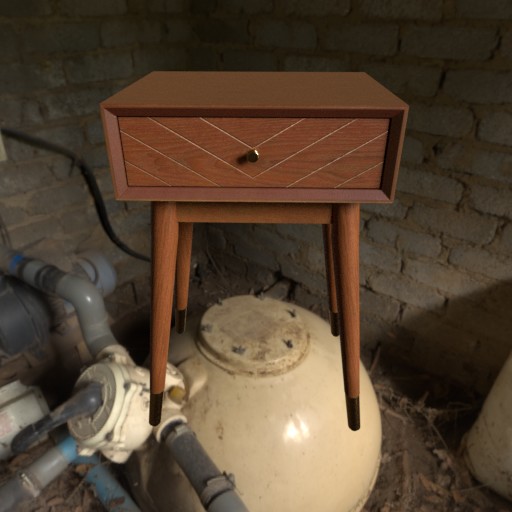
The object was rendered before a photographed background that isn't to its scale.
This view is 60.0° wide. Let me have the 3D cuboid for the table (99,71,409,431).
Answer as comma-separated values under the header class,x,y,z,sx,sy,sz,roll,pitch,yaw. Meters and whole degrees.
class,x,y,z,sx,sy,sz,roll,pitch,yaw
table,0.000,0.000,0.823,0.406,0.599,0.300,1,30,1
